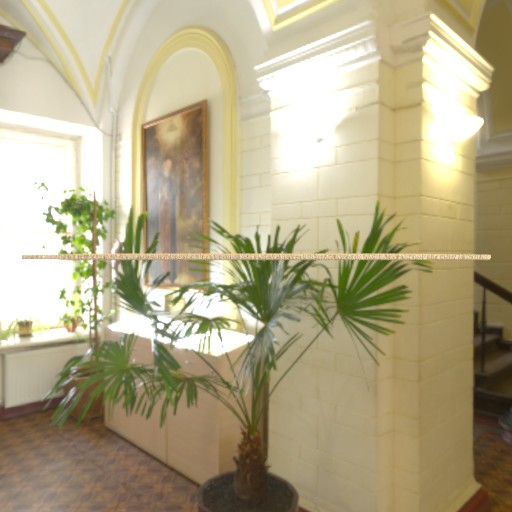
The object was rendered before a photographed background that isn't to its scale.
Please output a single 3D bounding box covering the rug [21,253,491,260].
[{"bbox_3d":[0.000,0.000,2.926,2.349,0.026,1.500,0,1,0],"label":"rug"}]
